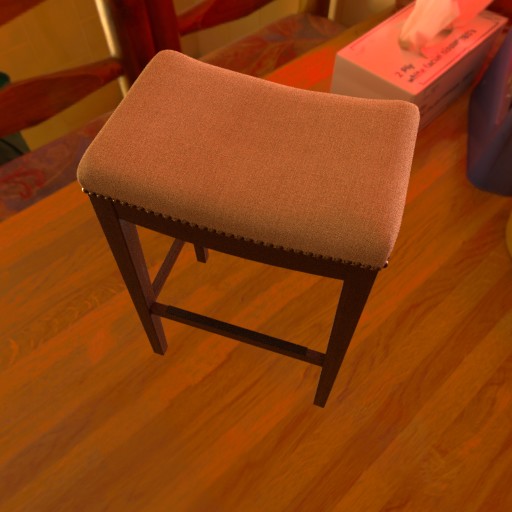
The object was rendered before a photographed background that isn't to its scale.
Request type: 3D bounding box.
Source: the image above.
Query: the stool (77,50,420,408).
[{"bbox_3d":[0.000,0.000,1.024,0.509,0.768,0.363,15,59,10],"label":"stool"}]
